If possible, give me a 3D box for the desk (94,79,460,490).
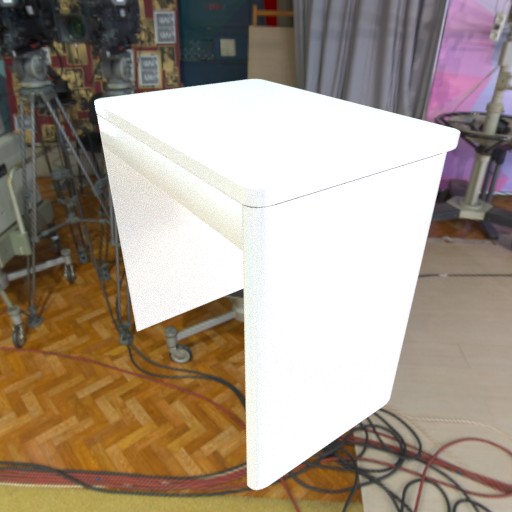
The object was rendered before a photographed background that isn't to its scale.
[{"bbox_3d":[0.000,0.000,1.269,0.549,0.800,0.762,-20,37,-29],"label":"desk"}]
